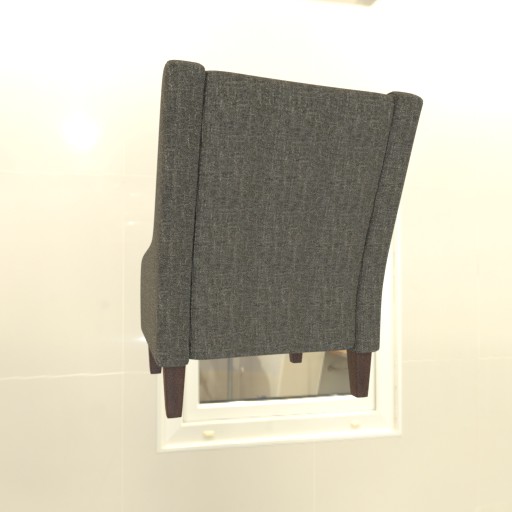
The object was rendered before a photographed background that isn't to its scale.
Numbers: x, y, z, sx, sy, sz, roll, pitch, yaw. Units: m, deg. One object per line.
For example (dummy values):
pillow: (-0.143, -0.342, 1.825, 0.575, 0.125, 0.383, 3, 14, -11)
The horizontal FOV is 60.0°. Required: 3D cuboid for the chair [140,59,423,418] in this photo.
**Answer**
chair: (0.000, 0.000, 1.671, 0.793, 1.012, 0.944, 0, -1, -18)
